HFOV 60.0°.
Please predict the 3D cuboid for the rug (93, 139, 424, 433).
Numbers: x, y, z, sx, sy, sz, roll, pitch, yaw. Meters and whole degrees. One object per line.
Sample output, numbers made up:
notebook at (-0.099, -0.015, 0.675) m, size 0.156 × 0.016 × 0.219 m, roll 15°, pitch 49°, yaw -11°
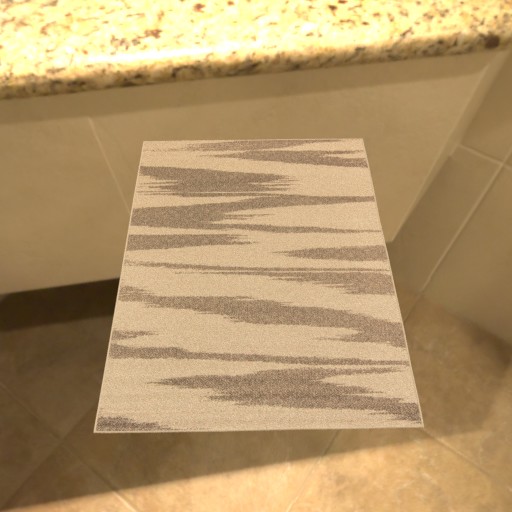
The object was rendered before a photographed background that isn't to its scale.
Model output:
rug at (0.000, 0.000, 3.935) m, size 2.353 × 0.014 × 2.945 m, roll -1°, pitch 57°, yaw -1°
